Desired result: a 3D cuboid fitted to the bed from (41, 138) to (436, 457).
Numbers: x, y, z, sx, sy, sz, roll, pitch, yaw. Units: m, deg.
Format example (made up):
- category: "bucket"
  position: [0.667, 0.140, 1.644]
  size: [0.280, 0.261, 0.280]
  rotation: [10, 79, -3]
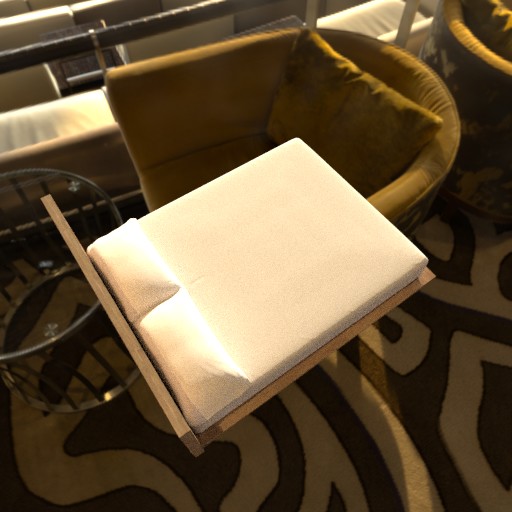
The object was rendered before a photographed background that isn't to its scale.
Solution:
- category: "bed"
  position: [0.000, 0.000, 3.233]
  size: [2.145, 1.071, 1.759]
  rotation: [-31, 63, -18]
